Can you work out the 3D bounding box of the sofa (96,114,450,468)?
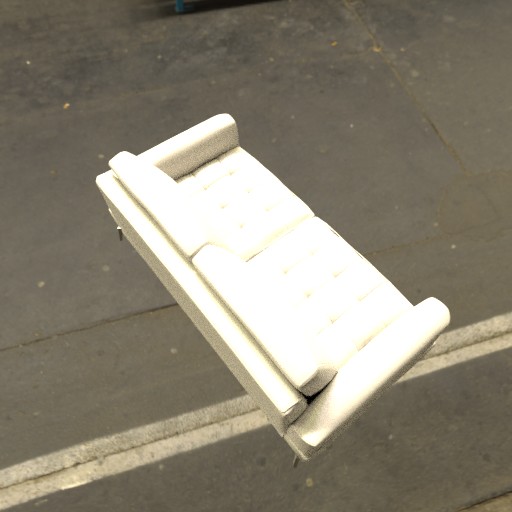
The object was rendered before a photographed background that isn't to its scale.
[{"bbox_3d":[0.000,0.000,2.788,1.121,0.930,2.177,-34,64,-19],"label":"sofa"}]
